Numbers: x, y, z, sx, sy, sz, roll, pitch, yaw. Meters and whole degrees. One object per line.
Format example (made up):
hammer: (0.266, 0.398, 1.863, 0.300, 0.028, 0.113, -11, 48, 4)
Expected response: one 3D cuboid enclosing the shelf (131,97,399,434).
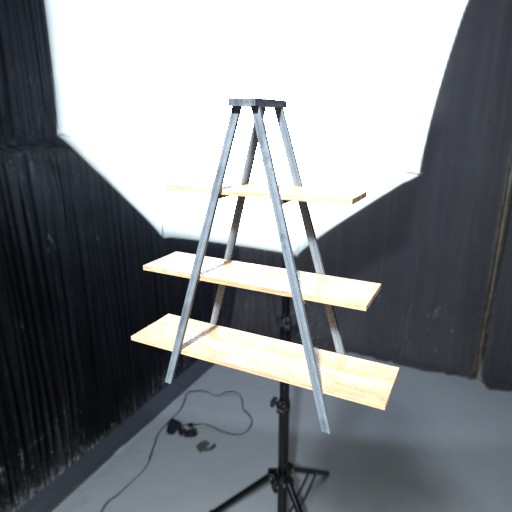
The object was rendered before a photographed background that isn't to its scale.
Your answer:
shelf: (0.000, 0.000, 2.711, 1.746, 1.808, 0.508, 8, 19, 26)
